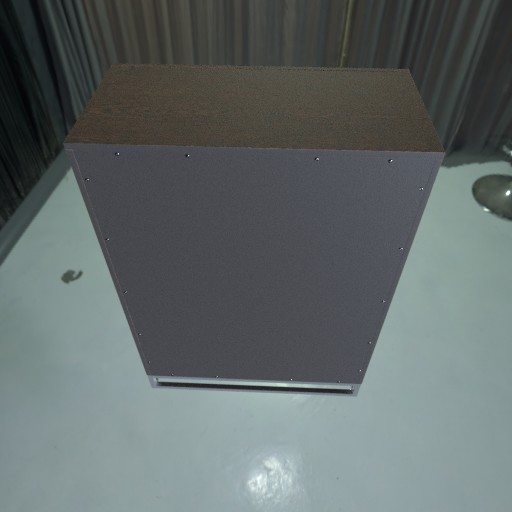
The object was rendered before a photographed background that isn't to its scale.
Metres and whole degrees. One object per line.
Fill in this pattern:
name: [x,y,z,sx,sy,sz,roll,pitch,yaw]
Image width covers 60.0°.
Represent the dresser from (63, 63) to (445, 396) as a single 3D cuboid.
dresser: [0.000,0.000,1.768,0.965,1.321,0.508,2,46,2]
